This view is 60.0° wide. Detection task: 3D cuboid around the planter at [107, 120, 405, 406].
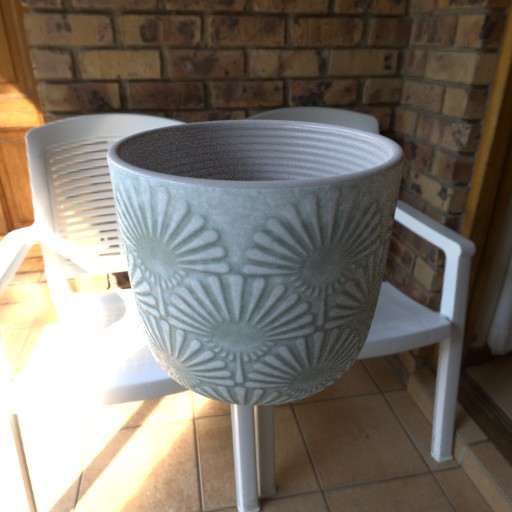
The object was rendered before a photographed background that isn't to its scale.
[{"bbox_3d":[0.000,0.000,0.215,0.124,0.109,0.124,0,26,0],"label":"planter"}]
